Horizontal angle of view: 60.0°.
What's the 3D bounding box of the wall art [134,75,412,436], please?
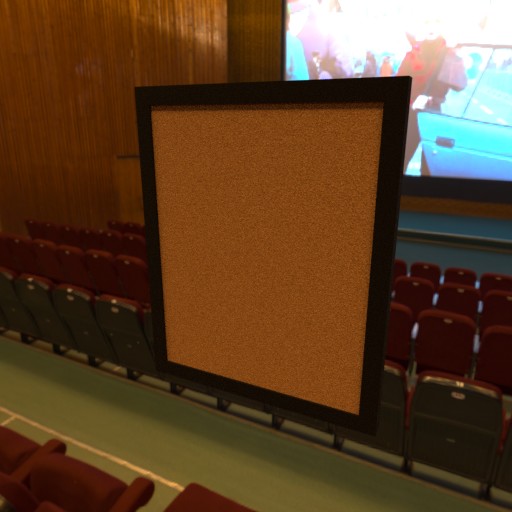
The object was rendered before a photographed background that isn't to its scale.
[{"bbox_3d":[0.000,0.000,0.765,0.457,0.559,0.029,8,19,25],"label":"wall art"}]
